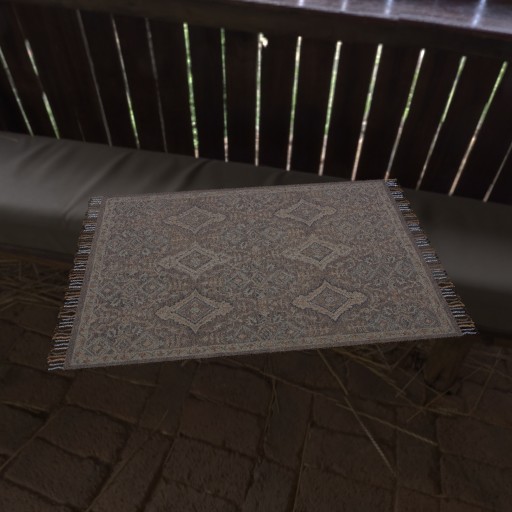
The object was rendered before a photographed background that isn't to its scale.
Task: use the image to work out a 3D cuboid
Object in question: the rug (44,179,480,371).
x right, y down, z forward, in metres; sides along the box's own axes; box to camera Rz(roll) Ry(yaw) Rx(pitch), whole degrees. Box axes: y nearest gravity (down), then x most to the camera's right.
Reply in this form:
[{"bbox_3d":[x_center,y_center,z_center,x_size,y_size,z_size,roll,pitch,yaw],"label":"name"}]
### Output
[{"bbox_3d":[0.000,0.000,2.984,2.434,0.010,1.516,-4,46,-4],"label":"rug"}]
